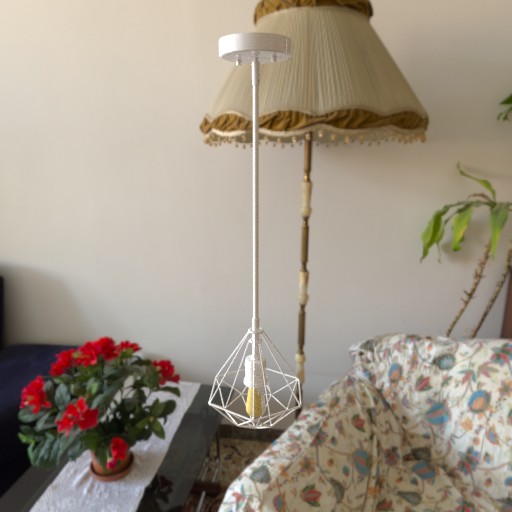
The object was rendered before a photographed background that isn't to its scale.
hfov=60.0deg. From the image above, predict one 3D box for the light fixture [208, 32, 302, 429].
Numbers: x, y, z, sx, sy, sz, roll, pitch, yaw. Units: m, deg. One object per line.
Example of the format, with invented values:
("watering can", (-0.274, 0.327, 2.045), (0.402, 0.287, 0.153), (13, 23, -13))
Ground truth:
("light fixture", (0.000, 0.000, 1.984), (0.487, 1.764, 0.431), (-7, 16, -26))
